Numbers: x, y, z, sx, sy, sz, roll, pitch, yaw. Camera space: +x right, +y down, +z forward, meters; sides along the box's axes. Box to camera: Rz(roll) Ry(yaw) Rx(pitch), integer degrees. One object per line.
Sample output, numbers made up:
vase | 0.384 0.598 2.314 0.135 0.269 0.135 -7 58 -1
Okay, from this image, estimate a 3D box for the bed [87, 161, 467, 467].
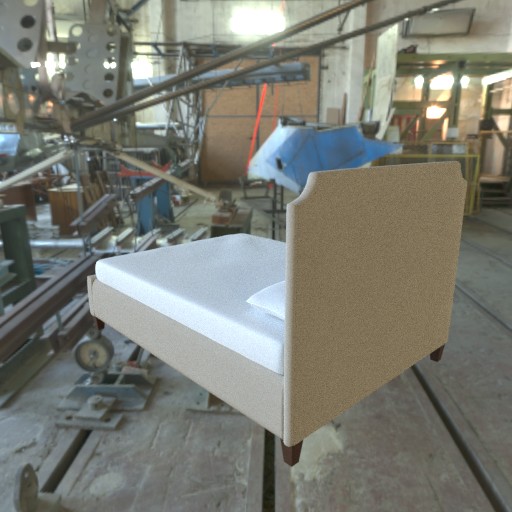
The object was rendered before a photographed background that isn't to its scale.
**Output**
bed | 0.000 0.000 3.353 1.713 1.443 2.372 -13 20 -41
